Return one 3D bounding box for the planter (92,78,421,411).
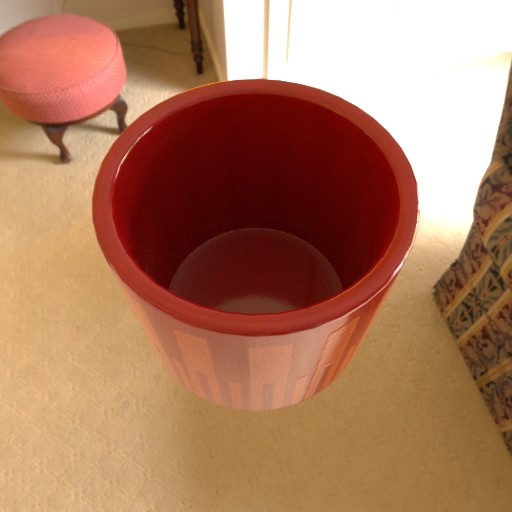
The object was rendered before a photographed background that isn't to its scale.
[{"bbox_3d":[0.000,0.000,0.397,0.230,0.202,0.230,0,58,0],"label":"planter"}]
